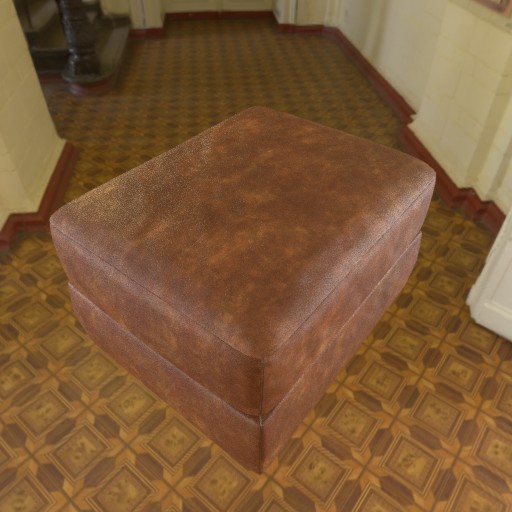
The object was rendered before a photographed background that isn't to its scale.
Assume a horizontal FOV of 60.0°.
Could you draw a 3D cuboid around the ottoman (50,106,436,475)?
[{"bbox_3d":[0.000,0.000,1.121,0.603,0.476,0.751,28,49,27],"label":"ottoman"}]
